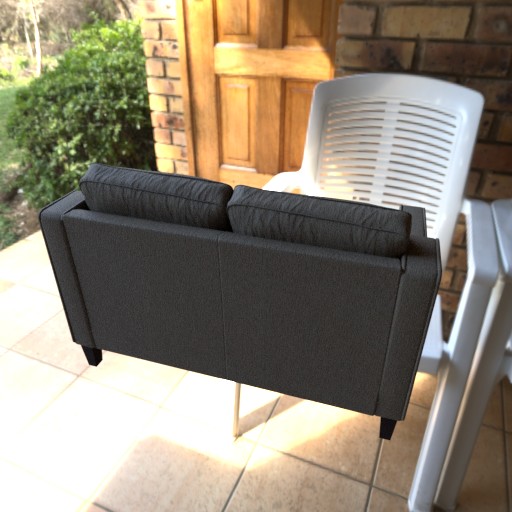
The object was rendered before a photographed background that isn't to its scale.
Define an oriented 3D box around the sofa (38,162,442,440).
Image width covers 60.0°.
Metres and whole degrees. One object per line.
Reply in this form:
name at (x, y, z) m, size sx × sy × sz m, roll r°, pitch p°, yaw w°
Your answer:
sofa at (0.000, 0.000, 2.116) m, size 1.503 × 0.981 × 0.985 m, roll 9°, pitch 32°, yaw 15°
